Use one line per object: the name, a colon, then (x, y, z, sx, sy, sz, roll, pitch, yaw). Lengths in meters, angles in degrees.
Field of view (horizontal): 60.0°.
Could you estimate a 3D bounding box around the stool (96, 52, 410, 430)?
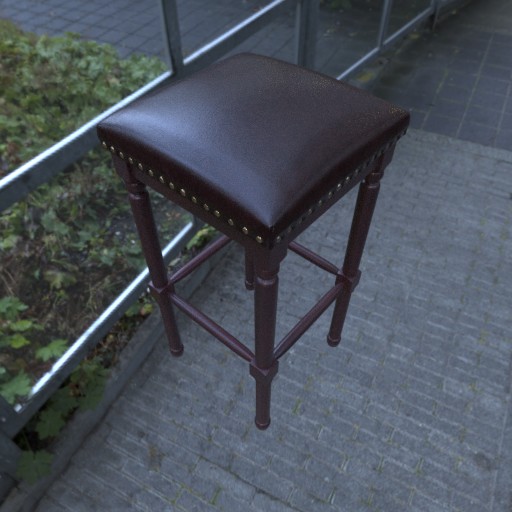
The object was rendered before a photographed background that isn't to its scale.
stool: (0.000, 0.000, 0.986, 0.383, 0.768, 0.382, 32, 55, 26)
